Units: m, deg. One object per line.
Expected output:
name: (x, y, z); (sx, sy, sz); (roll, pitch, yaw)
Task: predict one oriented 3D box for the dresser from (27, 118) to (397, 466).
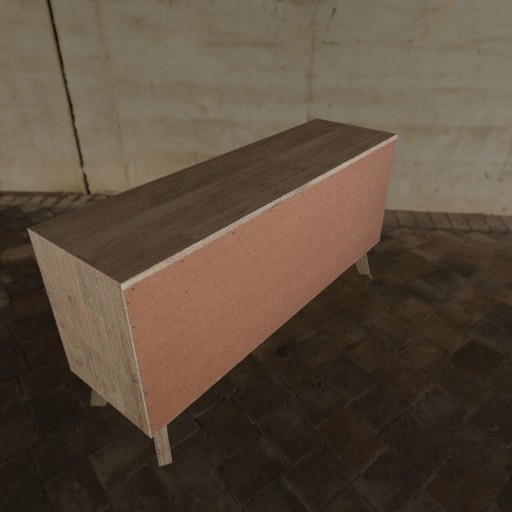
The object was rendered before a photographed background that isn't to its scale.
dresser: (0.000, 0.000, 1.934); (0.455, 0.788, 1.602); (23, 39, 32)
